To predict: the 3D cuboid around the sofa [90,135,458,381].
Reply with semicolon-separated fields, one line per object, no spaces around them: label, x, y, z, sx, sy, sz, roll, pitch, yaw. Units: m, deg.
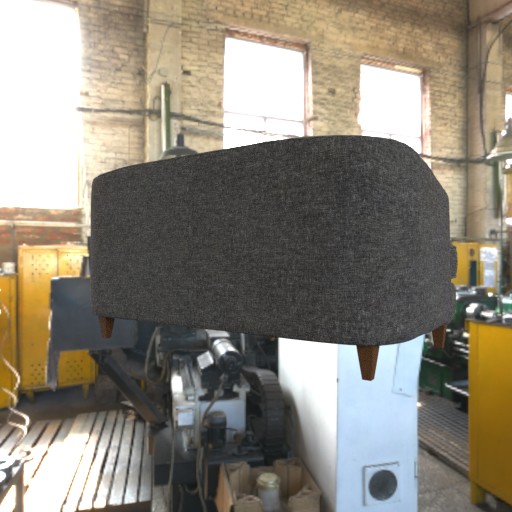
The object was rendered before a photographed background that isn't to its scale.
sofa;0.000;0.000;2.218;1.733;0.855;0.941;0;0;34
